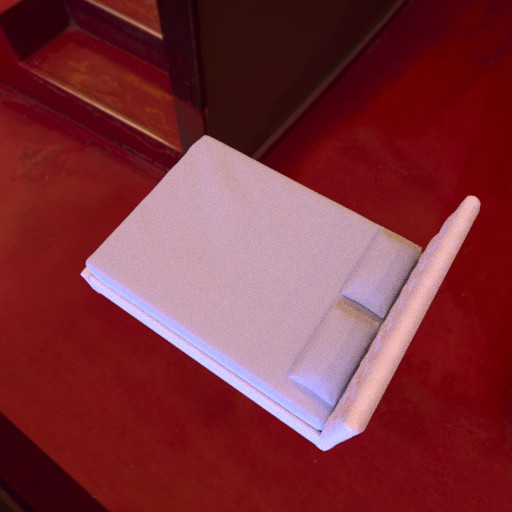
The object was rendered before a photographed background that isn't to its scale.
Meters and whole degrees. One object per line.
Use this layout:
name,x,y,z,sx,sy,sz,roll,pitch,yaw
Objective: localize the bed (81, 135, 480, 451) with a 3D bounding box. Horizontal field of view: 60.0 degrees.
bed,0.000,0.000,3.425,2.387,1.427,1.698,31,67,14
